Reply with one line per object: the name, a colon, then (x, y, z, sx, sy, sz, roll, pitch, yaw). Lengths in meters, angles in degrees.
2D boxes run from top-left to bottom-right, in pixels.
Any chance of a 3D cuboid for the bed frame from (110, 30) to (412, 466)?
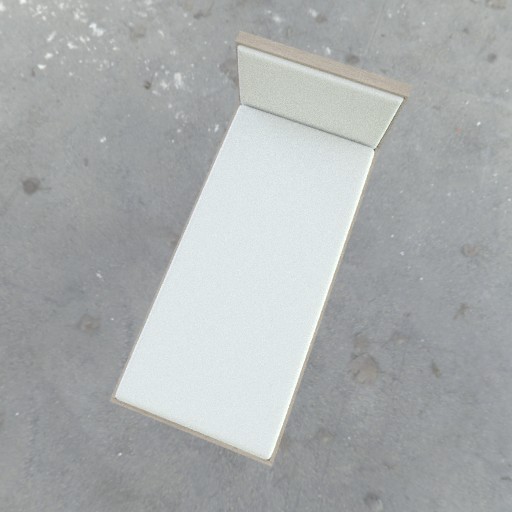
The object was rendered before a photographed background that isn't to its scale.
bed frame: (0.000, 0.000, 2.628, 0.990, 0.920, 2.140, 20, 77, 5)
